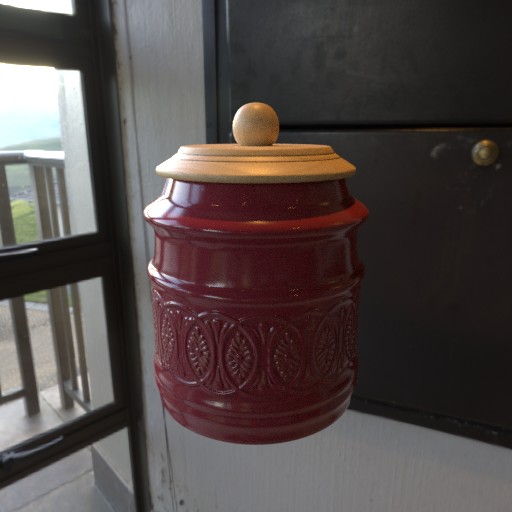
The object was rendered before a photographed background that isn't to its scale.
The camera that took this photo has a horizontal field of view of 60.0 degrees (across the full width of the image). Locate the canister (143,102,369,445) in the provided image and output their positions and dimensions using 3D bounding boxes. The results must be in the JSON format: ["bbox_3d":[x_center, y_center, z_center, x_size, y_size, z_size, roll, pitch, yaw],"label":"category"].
[{"bbox_3d":[0.000,0.000,0.269,0.130,0.176,0.130,0,16,0],"label":"canister"}]
